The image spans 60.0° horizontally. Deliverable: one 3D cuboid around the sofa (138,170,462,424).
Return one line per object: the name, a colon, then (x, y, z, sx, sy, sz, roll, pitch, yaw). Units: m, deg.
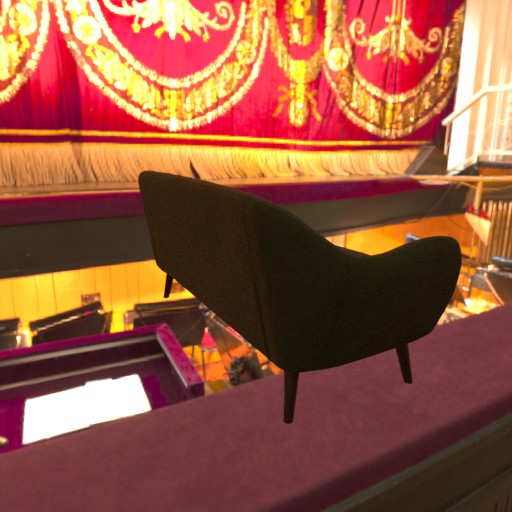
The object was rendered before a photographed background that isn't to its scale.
sofa: (0.000, 0.000, 2.276, 0.820, 0.836, 1.840, -8, 16, -27)
